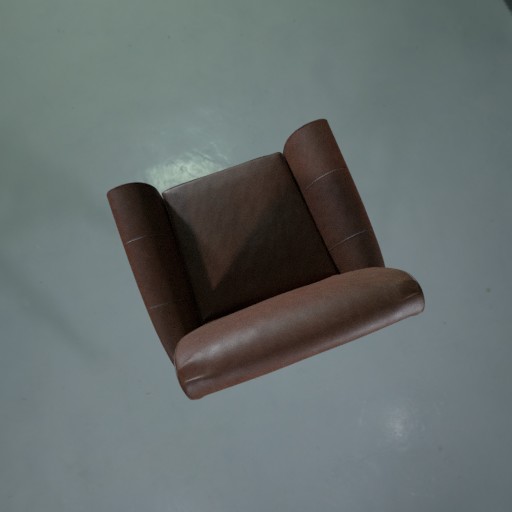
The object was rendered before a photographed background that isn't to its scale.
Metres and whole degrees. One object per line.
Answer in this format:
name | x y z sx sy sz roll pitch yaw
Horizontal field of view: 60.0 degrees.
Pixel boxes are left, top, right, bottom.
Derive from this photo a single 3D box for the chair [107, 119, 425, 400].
chair | 0.000 0.000 1.806 0.978 1.061 0.902 -20 75 -5
